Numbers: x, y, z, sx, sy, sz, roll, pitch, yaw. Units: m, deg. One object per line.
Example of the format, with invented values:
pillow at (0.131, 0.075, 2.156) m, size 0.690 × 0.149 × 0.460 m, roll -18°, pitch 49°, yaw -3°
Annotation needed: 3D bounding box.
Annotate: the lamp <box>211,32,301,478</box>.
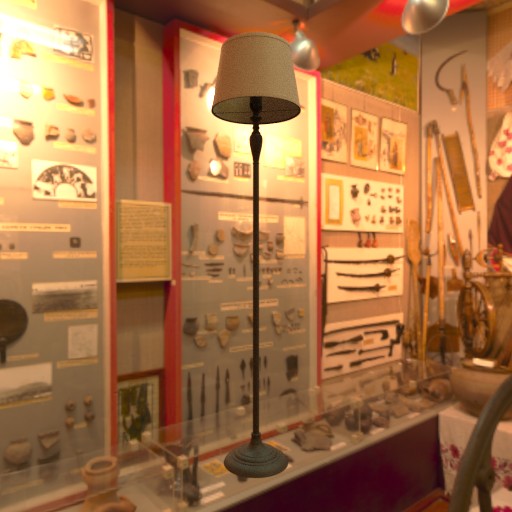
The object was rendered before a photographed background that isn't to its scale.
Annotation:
lamp at (0.000, 0.000, 1.618) m, size 0.327 × 1.506 × 0.327 m, roll 0°, pitch 0°, yaw -38°
